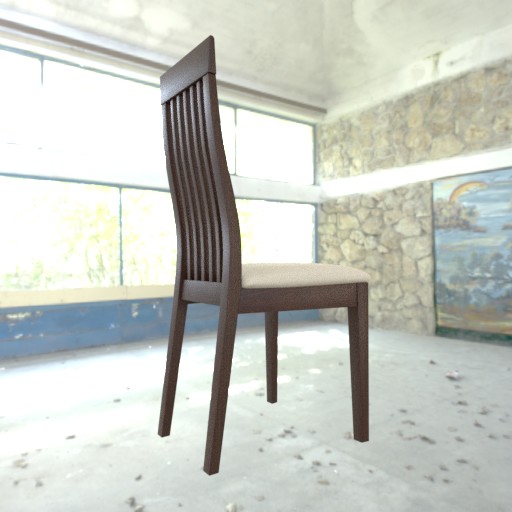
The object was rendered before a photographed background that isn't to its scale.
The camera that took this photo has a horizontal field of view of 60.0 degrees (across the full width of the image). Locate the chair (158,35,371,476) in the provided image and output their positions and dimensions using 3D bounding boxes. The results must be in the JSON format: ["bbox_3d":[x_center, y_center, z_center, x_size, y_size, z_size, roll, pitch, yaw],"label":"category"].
[{"bbox_3d":[0.000,0.000,1.280,0.474,1.027,0.460,0,-1,-35],"label":"chair"}]
